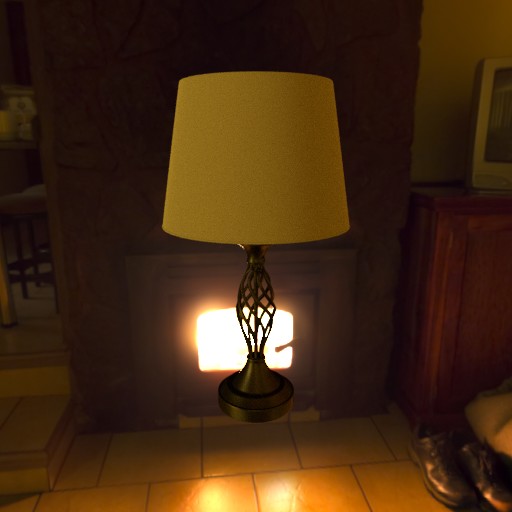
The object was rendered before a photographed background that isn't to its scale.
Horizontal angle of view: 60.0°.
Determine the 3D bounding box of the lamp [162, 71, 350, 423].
[{"bbox_3d":[0.000,0.000,0.812,0.331,0.594,0.331,0,14,0],"label":"lamp"}]
